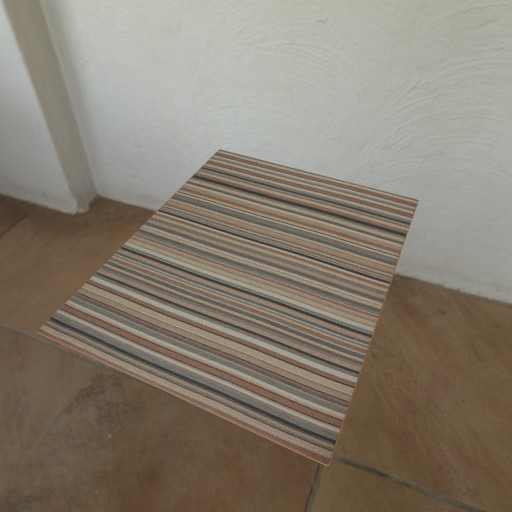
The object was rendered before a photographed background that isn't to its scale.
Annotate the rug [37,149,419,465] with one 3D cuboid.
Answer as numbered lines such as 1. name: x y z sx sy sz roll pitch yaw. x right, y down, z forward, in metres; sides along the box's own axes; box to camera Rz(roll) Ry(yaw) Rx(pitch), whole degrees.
1. rug: 0.000 0.000 4.136 2.436 0.011 3.045 18 47 18
